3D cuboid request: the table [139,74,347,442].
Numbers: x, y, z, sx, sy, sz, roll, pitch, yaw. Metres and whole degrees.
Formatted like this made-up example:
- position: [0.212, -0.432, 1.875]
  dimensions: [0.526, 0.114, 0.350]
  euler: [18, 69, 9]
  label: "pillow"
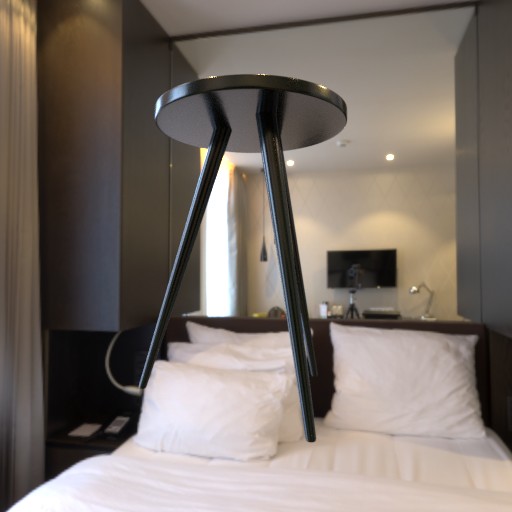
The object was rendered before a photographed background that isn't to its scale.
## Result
- position: [0.000, 0.000, 0.834]
  dimensions: [0.403, 0.548, 0.415]
  euler: [1, -2, -18]
  label: "table"
